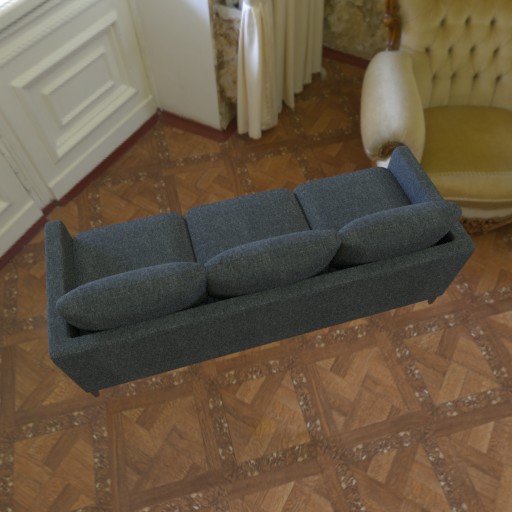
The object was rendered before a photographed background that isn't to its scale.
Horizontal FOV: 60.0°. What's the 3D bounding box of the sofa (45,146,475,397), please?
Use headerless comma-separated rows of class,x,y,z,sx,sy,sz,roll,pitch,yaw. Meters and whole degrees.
sofa,0.000,0.000,2.594,2.218,0.874,0.859,-14,58,-9
